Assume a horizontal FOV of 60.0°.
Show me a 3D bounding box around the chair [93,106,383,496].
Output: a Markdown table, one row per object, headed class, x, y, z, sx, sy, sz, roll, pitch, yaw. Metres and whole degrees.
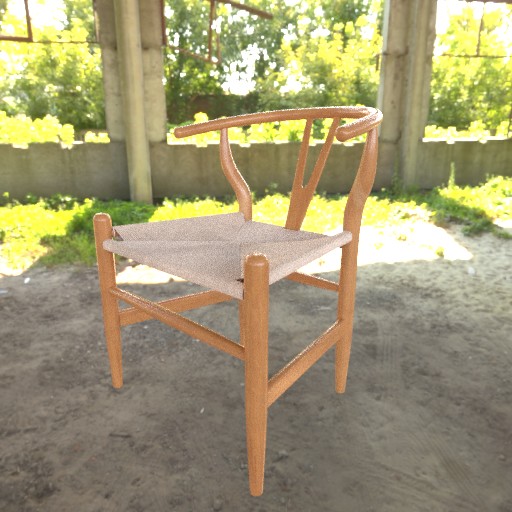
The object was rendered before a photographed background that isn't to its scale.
| class | x | y | z | sx | sy | sz | roll | pitch | yaw |
| --- | --- | --- | --- | --- | --- | --- | --- | --- | --- |
| chair | 0.000 | 0.000 | 1.115 | 0.569 | 0.730 | 0.579 | 15 | 22 | 42 |
